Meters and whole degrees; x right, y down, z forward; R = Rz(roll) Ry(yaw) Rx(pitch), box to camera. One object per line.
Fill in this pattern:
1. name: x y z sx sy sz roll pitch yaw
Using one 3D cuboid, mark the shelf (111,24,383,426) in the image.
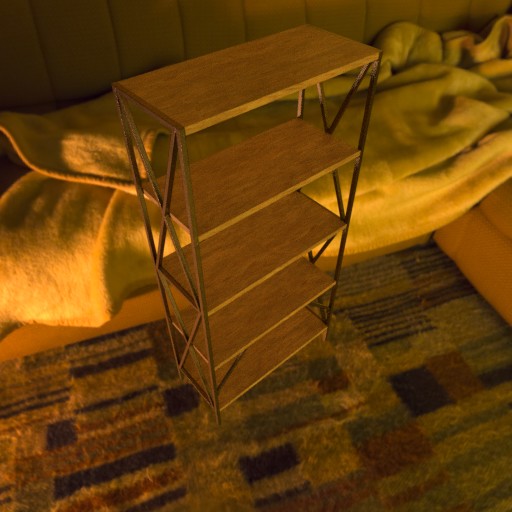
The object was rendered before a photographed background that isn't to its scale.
1. shelf: 0.000 0.000 2.130 0.874 1.803 0.386 -31 52 -27
